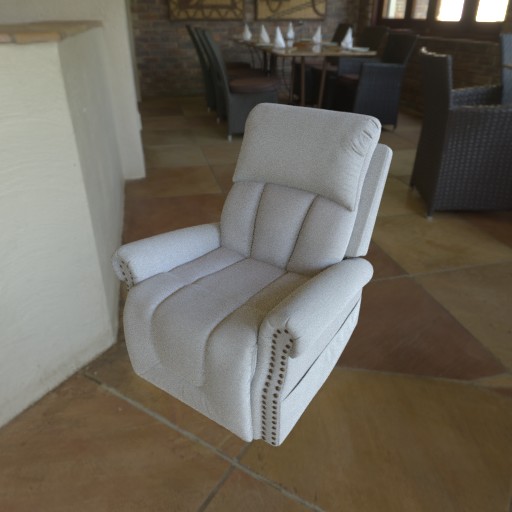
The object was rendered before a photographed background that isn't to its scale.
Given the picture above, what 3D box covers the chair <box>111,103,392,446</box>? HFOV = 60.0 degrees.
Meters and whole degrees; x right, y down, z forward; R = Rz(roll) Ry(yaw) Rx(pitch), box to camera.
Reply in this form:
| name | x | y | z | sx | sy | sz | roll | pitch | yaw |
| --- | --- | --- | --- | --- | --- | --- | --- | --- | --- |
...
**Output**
| name | x | y | z | sx | sy | sz | roll | pitch | yaw |
| --- | --- | --- | --- | --- | --- | --- | --- | --- | --- |
| chair | 0.000 | 0.000 | 1.790 | 0.871 | 1.031 | 0.979 | 19 | 34 | 30 |
